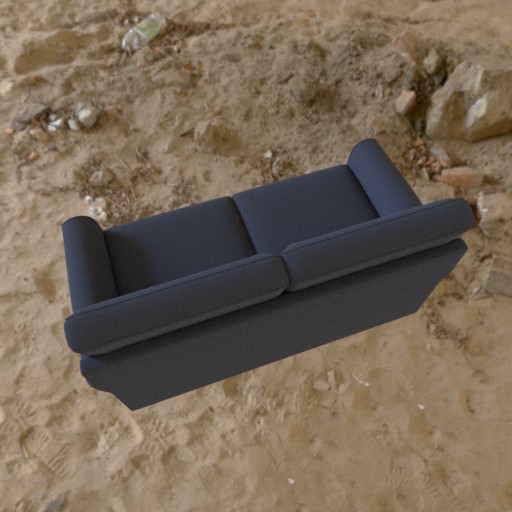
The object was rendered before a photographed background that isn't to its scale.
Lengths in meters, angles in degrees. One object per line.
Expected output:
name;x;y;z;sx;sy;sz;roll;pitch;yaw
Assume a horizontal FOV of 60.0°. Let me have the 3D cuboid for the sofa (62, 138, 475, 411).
sofa;0.000;0.000;2.432;1.930;1.020;0.940;-17;60;-10
